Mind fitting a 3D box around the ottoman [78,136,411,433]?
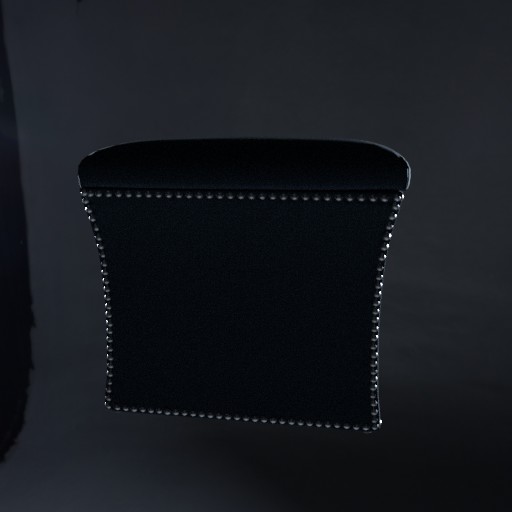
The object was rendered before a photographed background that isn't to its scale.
[{"bbox_3d":[0.000,0.000,0.912,0.507,0.475,0.497,2,15,7],"label":"ottoman"}]
